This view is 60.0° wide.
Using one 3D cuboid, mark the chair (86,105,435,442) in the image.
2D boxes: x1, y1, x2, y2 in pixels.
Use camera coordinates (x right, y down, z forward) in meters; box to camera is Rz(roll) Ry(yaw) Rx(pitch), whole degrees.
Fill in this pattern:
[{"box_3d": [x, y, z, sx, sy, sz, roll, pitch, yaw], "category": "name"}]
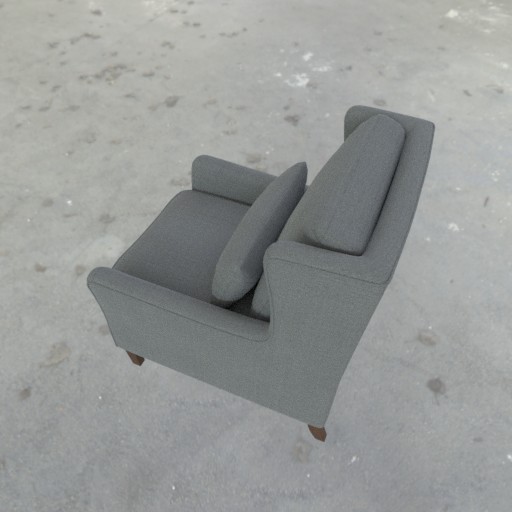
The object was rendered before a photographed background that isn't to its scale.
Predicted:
[{"box_3d": [0.000, 0.000, 1.771, 1.040, 1.056, 0.866, 17, 48, 16], "category": "chair"}]
